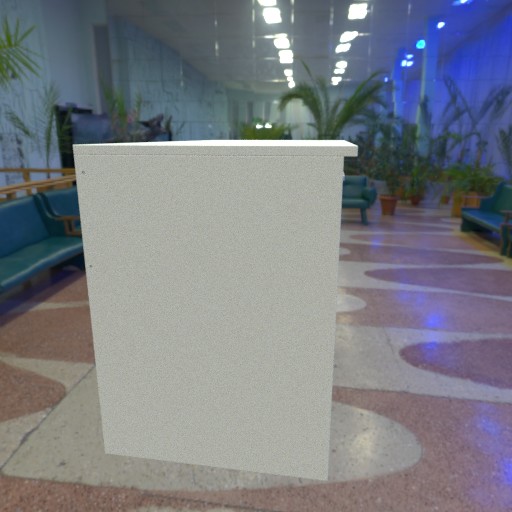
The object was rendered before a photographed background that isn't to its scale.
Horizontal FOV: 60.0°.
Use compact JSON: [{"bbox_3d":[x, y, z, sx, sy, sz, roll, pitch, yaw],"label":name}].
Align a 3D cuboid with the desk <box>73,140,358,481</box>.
[{"bbox_3d":[0.000,0.000,1.463,0.560,0.730,1.100,3,15,9],"label":"desk"}]
